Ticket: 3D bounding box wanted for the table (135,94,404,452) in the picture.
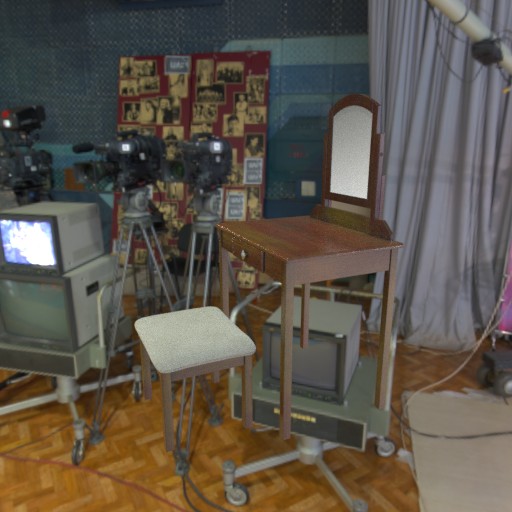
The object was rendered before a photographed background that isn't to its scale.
[{"bbox_3d":[0.000,0.000,2.304,1.211,1.631,0.876,-7,17,-24],"label":"table"}]
